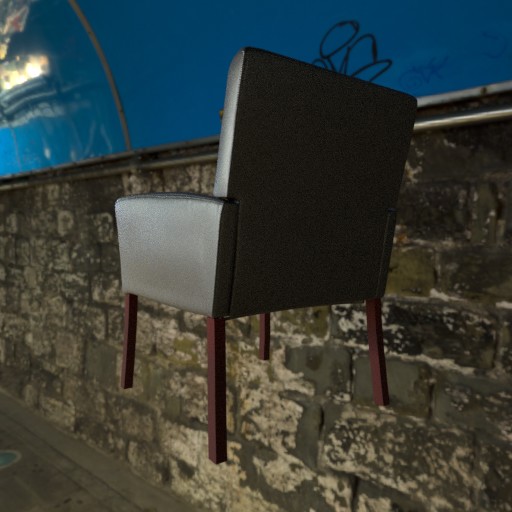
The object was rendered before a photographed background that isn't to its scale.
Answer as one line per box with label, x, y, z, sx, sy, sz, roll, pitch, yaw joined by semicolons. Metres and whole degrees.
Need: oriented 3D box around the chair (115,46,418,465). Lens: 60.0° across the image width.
chair;0.000;0.000;1.447;0.683;0.951;0.772;-2;3;-36
